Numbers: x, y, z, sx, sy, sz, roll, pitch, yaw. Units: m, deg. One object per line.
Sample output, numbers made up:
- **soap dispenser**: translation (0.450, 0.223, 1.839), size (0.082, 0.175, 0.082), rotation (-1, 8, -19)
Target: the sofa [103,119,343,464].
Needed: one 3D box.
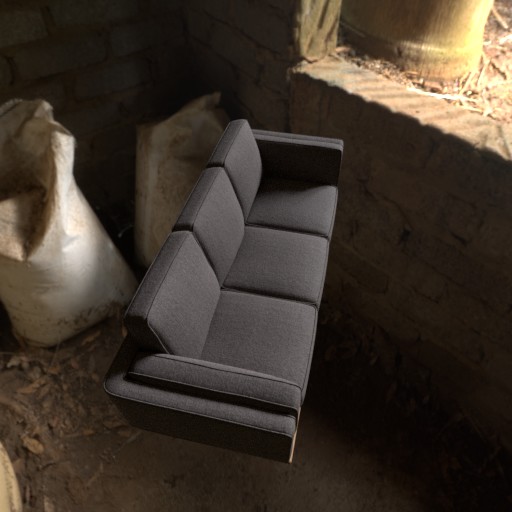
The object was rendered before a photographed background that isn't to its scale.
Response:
- **sofa**: translation (0.000, 0.000, 2.833), size (0.903, 0.899, 2.362), rotation (9, 46, 9)
